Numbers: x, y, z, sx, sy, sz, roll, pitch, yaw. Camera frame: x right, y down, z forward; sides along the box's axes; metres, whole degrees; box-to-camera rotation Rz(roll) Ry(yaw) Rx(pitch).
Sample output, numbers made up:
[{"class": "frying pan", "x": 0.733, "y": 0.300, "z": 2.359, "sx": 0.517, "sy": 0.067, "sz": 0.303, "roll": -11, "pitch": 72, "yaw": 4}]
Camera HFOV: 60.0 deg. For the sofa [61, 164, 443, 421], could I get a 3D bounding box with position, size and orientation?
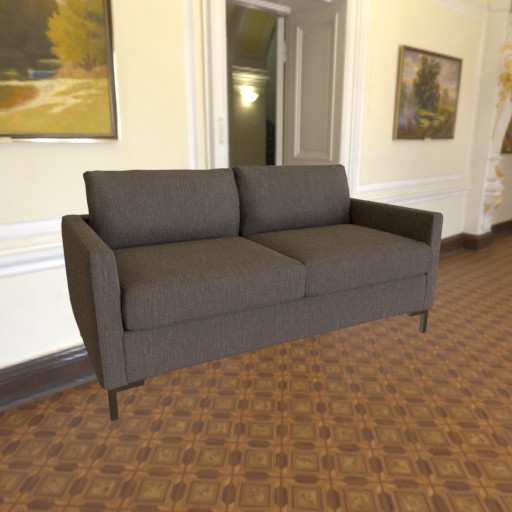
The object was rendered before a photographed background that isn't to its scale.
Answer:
[{"class": "sofa", "x": 0.000, "y": 0.000, "z": 2.182, "sx": 1.682, "sy": 0.840, "sz": 0.875, "roll": -8, "pitch": 17, "yaw": -27}]
